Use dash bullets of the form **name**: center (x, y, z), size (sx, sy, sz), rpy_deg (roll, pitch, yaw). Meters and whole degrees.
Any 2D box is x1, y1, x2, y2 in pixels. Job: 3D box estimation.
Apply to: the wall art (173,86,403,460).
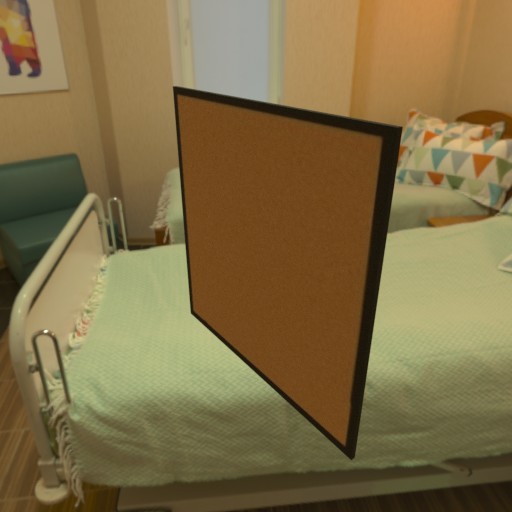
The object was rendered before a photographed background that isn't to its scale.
- **wall art**: center (0.000, 0.000, 1.237), size (0.013, 0.823, 0.823), rpy_deg (-19, 32, -32)
